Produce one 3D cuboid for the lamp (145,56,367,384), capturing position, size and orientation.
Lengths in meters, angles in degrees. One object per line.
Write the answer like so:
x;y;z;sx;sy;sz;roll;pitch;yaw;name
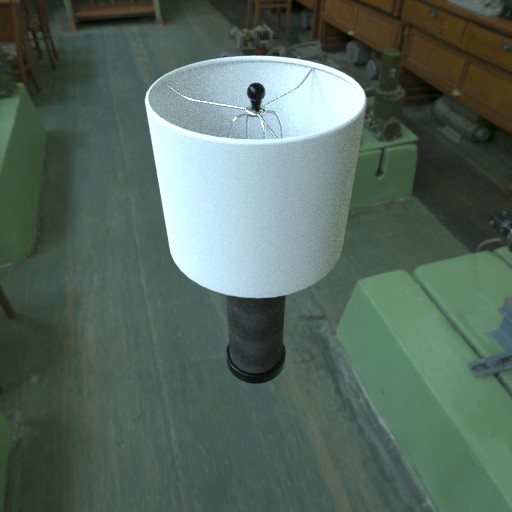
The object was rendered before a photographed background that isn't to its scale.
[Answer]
0.000;0.000;0.820;0.305;0.634;0.305;-13;43;-14;lamp
